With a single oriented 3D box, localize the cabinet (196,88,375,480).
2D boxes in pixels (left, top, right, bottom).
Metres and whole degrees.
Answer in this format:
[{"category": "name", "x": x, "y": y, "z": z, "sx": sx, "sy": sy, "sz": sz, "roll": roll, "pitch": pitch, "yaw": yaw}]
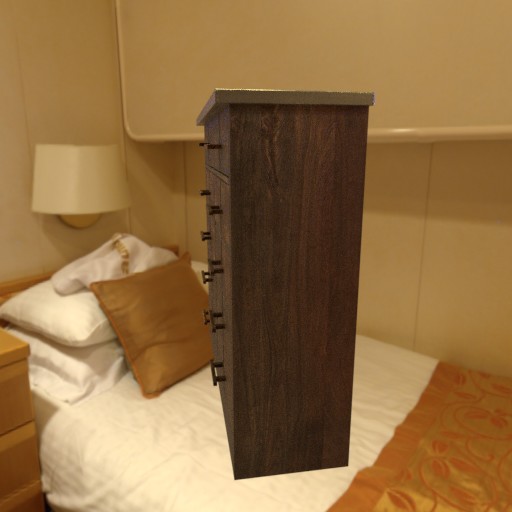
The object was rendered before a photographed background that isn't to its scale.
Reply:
[{"category": "cabinet", "x": 0.000, "y": 0.000, "z": 1.463, "sx": 0.338, "sy": 0.919, "sz": 0.968, "roll": -2, "pitch": 14, "yaw": -9}]
